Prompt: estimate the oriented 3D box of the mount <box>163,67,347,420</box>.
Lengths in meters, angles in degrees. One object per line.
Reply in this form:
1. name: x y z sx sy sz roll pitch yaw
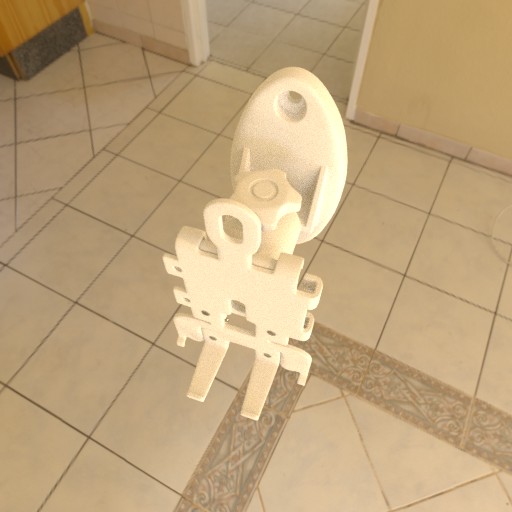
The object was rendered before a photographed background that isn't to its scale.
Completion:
1. mount: 0.000 0.000 0.181 0.066 0.118 0.100 15 58 10
